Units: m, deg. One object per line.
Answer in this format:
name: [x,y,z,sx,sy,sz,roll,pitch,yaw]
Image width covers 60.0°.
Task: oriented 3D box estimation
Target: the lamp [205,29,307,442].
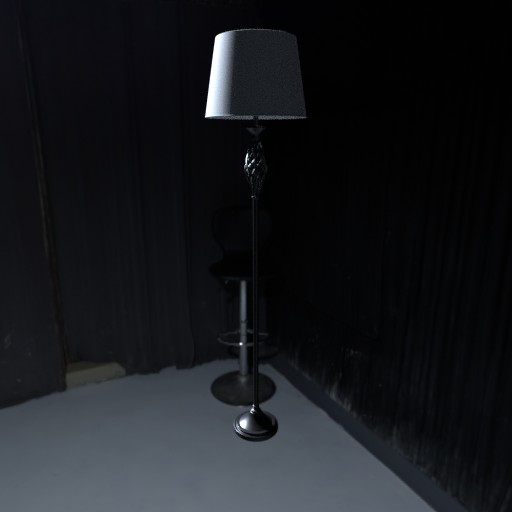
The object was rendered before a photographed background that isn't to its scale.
lamp: [0.000,0.000,1.810,0.379,1.623,0.379,0,15,0]
